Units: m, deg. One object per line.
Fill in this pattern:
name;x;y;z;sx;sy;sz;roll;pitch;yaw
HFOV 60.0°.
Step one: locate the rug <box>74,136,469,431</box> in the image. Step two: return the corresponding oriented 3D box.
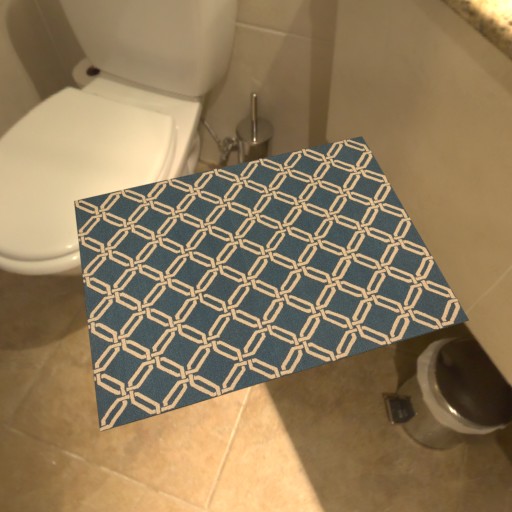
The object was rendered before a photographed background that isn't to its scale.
rug;0.000;0.000;4.397;3.342;0.018;2.432;-14;60;-8
